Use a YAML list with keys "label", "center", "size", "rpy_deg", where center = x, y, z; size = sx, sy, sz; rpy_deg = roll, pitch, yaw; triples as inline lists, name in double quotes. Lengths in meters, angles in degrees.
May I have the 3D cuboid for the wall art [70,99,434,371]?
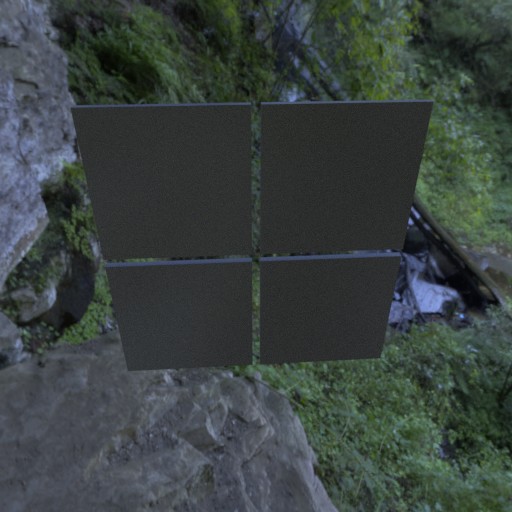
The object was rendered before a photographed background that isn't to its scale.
- label: "wall art"
  center: [0.000, 0.000, 1.673]
  size: [1.118, 1.118, 0.029]
  rpy_deg: [-2, 32, -3]
